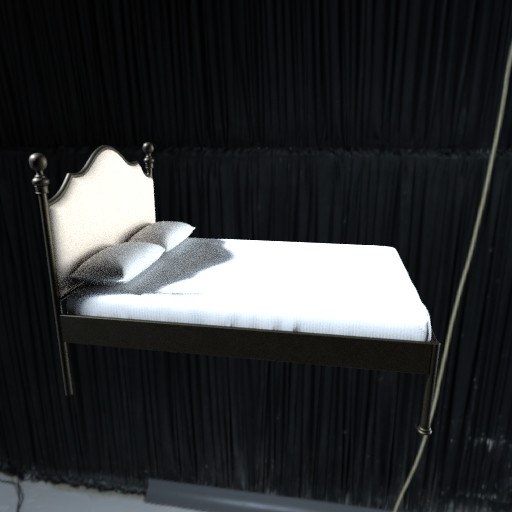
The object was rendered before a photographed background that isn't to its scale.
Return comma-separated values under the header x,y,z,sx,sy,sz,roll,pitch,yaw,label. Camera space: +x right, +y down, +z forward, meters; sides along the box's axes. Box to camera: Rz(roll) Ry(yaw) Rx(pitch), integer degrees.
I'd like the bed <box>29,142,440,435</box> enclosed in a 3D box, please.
x,y,z,sx,sy,sz,roll,pitch,yaw,label
0.000,0.000,3.043,2.170,1.462,1.533,3,17,9,bed
